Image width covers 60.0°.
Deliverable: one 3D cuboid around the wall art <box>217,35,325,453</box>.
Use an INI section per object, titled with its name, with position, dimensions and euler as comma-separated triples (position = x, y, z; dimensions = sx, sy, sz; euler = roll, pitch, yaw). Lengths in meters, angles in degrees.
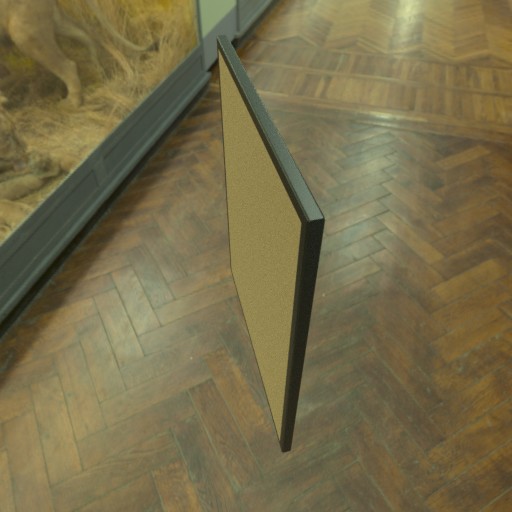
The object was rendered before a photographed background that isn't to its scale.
[wall art]
position = 0.000, 0.000, 0.789
dimensions = 0.018, 0.582, 0.481
euler = -10, 47, -10
